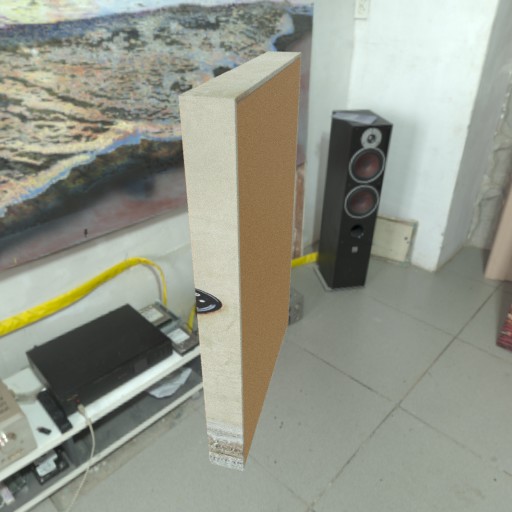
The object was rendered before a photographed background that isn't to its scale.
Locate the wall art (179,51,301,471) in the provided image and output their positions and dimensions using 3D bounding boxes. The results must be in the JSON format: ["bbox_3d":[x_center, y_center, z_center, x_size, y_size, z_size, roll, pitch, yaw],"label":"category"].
[{"bbox_3d":[0.000,0.000,0.484,0.038,0.381,0.254,7,32,12],"label":"wall art"}]
